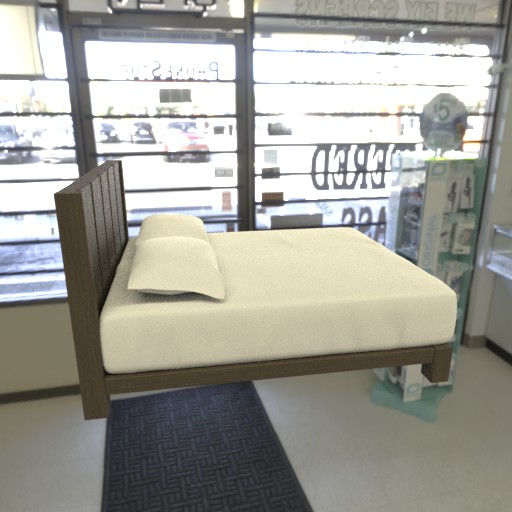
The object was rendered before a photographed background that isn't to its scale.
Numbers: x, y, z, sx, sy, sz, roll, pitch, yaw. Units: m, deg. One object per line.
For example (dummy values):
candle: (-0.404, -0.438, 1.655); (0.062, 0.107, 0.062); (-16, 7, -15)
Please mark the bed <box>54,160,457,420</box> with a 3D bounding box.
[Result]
bed: (0.000, 0.000, 3.277); (2.242, 1.270, 1.727); (-3, 18, -9)
